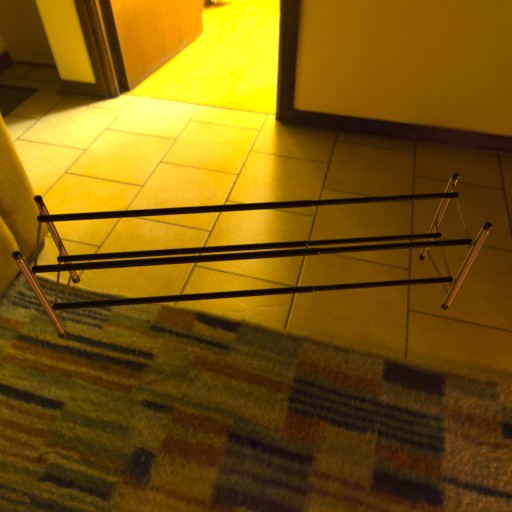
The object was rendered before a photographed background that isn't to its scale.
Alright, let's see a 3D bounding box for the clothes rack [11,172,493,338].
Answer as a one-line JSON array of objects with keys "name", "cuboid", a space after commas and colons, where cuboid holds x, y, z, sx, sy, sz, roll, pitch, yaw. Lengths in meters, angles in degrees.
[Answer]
[{"name": "clothes rack", "cuboid": [0.000, 0.000, 1.267, 1.168, 0.349, 0.229, -4, 47, -3]}]
